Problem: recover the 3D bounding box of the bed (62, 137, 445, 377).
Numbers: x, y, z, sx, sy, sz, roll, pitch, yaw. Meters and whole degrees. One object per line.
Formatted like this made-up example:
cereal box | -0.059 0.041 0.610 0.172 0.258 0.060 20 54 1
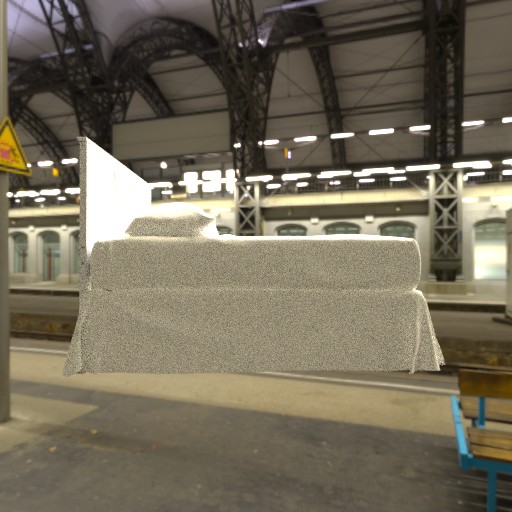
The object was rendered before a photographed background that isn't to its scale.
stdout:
bed | 0.000 0.000 3.222 2.047 1.269 1.876 0 0 -1
